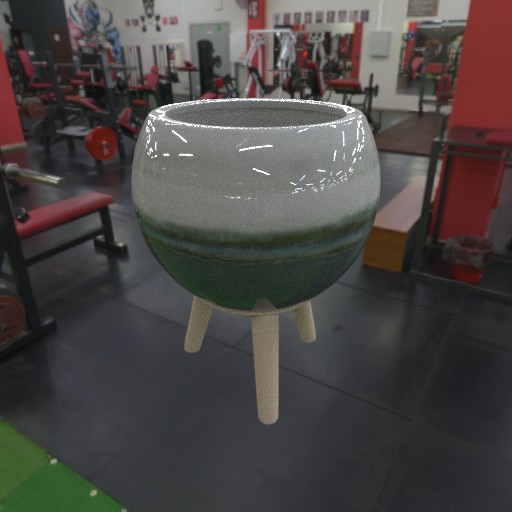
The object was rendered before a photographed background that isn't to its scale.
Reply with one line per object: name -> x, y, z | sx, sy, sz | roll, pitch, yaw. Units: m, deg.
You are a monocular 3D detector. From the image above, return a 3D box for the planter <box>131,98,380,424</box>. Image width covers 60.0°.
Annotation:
planter -> 0.000, 0.000, 0.441 | 0.222, 0.278, 0.222 | 0, 26, 0
